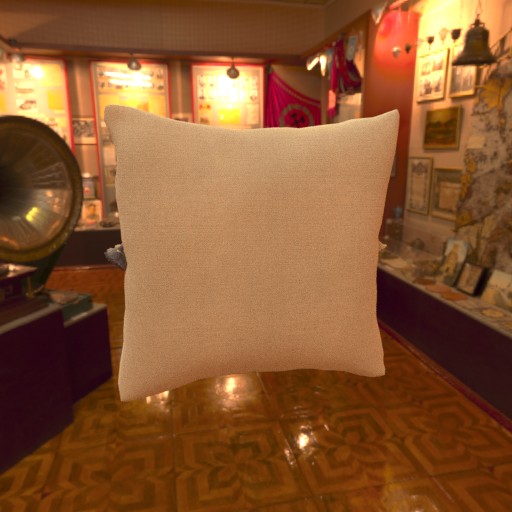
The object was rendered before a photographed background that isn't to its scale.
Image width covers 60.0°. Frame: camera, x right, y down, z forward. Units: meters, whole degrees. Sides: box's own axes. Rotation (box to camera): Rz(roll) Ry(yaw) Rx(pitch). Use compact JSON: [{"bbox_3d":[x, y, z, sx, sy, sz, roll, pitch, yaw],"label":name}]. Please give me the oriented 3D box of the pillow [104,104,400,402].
[{"bbox_3d":[0.000,0.000,0.756,0.489,0.481,0.165,-2,14,-10],"label":"pillow"}]
